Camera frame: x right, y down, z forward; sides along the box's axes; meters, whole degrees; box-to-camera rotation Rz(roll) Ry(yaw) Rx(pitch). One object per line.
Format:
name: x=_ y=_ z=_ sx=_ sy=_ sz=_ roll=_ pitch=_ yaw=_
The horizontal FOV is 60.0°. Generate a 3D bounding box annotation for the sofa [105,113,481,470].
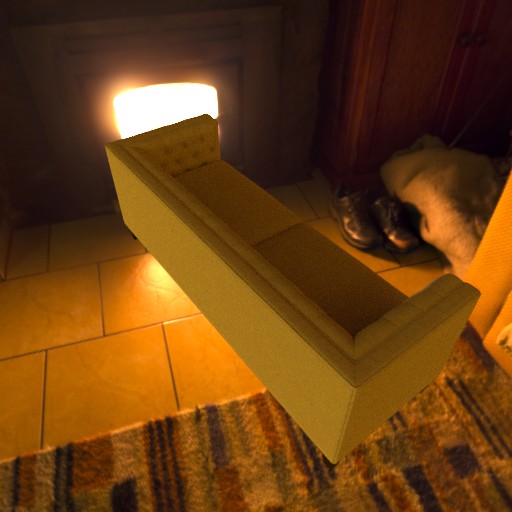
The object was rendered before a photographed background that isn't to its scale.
sofa: x=0.000 y=0.000 z=2.579 sx=0.775 sy=0.762 sz=2.159 roll=-27 pitch=49 yaw=-26
